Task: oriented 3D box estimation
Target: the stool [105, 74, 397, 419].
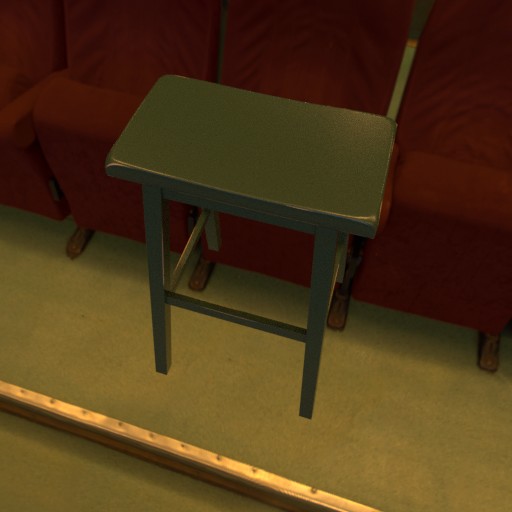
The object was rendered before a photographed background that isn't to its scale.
[{"bbox_3d":[0.000,0.000,1.050,0.457,0.737,0.476,14,59,9],"label":"stool"}]
